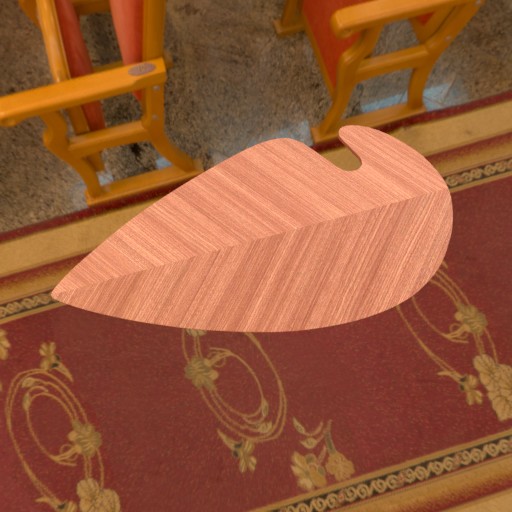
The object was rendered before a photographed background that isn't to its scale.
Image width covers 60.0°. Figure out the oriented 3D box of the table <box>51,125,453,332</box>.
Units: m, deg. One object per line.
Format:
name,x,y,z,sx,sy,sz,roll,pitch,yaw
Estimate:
table,0.000,0.000,1.463,1.199,0.360,0.598,-15,76,-4
